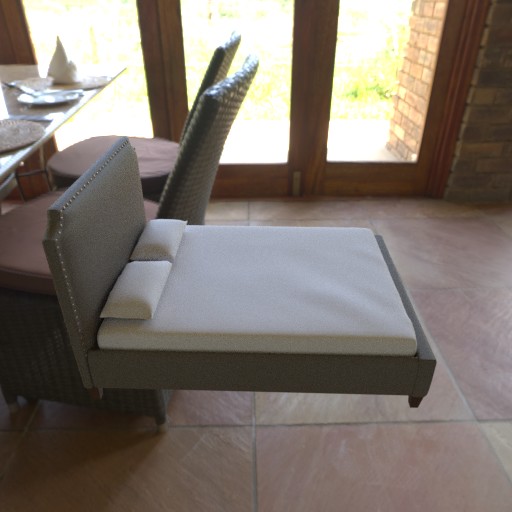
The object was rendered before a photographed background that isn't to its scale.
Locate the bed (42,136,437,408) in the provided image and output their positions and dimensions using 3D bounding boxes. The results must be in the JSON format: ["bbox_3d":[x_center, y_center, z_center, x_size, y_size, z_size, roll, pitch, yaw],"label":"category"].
[{"bbox_3d":[0.000,0.000,3.431,2.372,1.443,1.712,1,31,2],"label":"bed"}]
